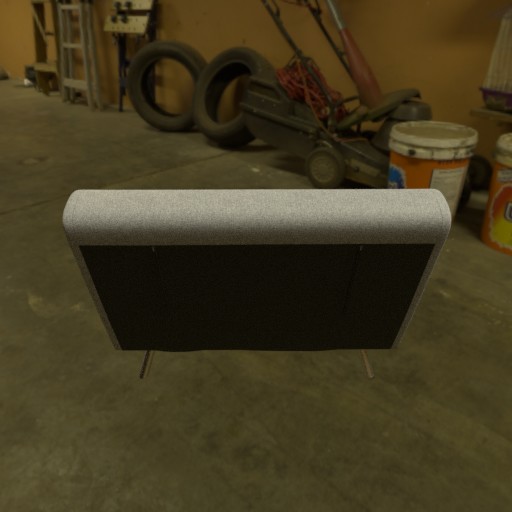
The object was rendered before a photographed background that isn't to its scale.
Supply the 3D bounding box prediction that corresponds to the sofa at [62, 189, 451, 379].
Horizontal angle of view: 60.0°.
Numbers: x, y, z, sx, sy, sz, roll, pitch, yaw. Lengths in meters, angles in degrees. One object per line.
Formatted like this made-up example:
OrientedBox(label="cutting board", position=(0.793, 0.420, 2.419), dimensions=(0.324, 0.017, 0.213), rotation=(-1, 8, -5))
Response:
OrientedBox(label="sofa", position=(0.000, 0.000, 1.724), dimensions=(1.020, 0.825, 1.000), rotation=(0, 29, 0))
